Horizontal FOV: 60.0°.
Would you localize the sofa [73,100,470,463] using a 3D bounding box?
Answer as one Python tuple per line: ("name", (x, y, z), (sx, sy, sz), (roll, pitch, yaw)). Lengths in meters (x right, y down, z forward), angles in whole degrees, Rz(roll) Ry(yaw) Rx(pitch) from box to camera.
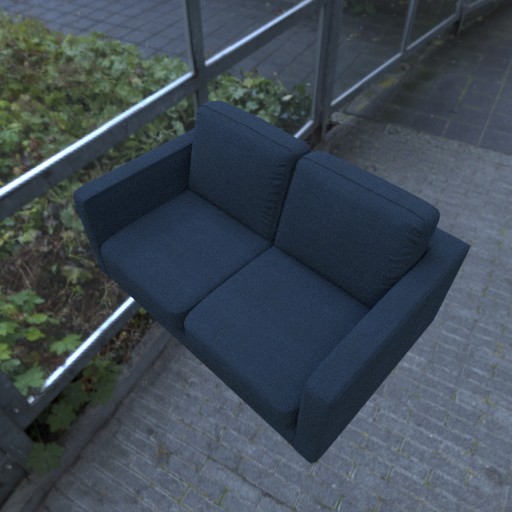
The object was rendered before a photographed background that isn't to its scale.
("sofa", (0.000, 0.000, 2.117), (1.518, 0.930, 0.999), (35, 56, 28))
